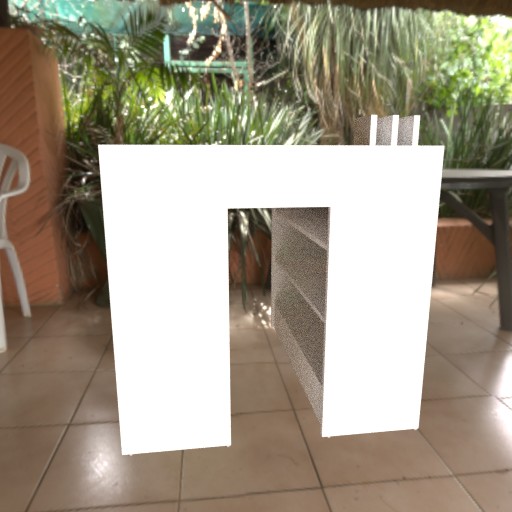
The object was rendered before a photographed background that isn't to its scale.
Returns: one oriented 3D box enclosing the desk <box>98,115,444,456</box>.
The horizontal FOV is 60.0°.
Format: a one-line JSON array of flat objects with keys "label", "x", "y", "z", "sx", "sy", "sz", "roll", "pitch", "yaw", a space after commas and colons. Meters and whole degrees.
[{"label": "desk", "x": 0.000, "y": 0.000, "z": 1.731, "sx": 0.940, "sy": 0.986, "sz": 0.940, "roll": -2, "pitch": 13, "yaw": -8}]
